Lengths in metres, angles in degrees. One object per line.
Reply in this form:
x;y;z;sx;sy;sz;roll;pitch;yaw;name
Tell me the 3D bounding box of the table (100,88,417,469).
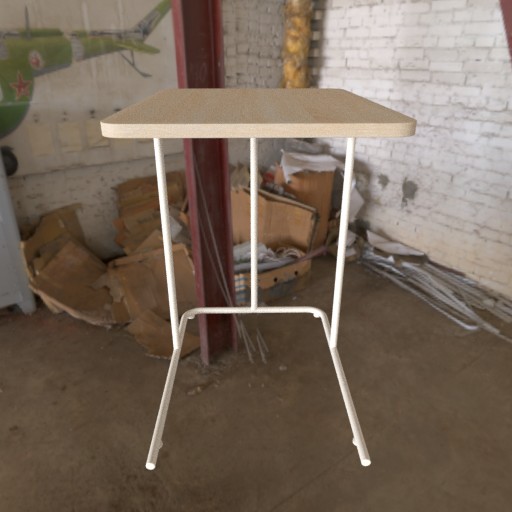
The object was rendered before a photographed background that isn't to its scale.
0.000;0.000;0.827;0.370;0.550;0.480;0;25;-1;table
